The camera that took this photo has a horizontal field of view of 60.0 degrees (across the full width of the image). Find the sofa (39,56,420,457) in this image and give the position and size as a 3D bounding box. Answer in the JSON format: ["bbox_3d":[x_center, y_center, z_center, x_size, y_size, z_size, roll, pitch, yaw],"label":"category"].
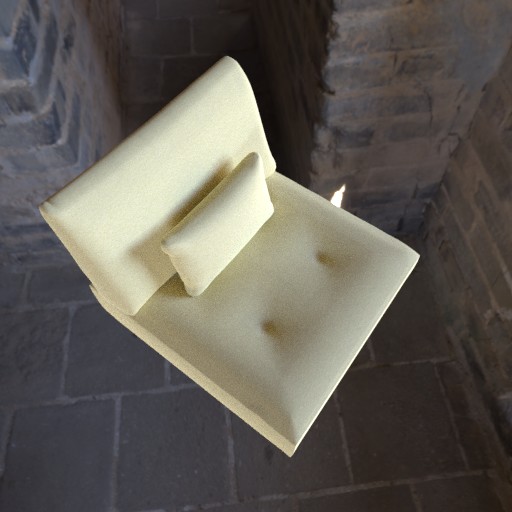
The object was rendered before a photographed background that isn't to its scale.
[{"bbox_3d":[0.000,0.000,1.680,1.000,0.820,0.930,33,65,18],"label":"sofa"}]
